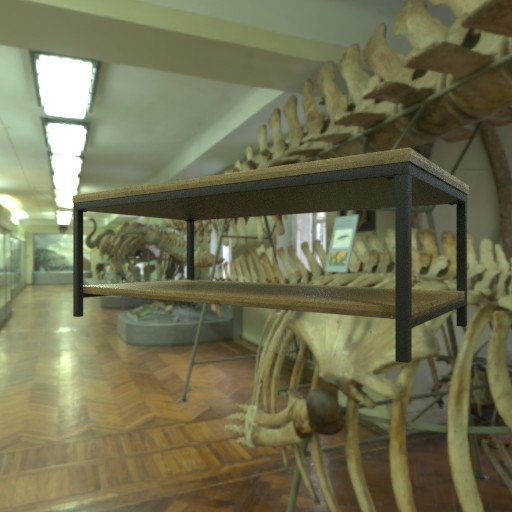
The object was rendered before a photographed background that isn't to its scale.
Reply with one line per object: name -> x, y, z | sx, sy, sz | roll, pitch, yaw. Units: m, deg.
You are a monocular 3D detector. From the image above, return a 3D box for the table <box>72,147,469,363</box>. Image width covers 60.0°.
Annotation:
table -> 0.000, 0.000, 1.362 | 1.100, 0.399, 0.551 | 0, 0, 36
